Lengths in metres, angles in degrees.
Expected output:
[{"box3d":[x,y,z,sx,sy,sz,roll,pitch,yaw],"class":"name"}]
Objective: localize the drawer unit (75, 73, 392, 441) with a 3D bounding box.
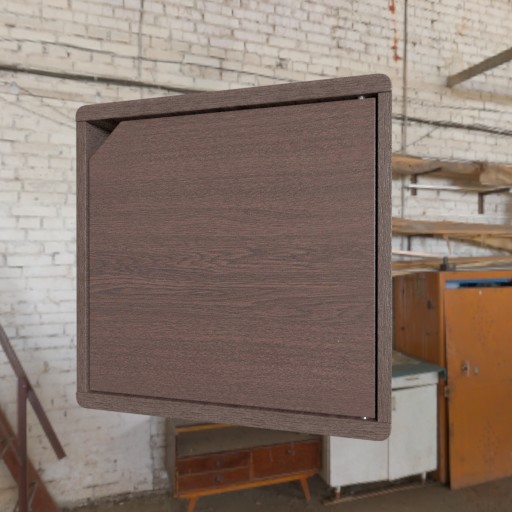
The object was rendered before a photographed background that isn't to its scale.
[{"box3d":[0.000,0.000,0.596,0.344,0.344,0.290,0,0,16],"class":"drawer unit"}]
